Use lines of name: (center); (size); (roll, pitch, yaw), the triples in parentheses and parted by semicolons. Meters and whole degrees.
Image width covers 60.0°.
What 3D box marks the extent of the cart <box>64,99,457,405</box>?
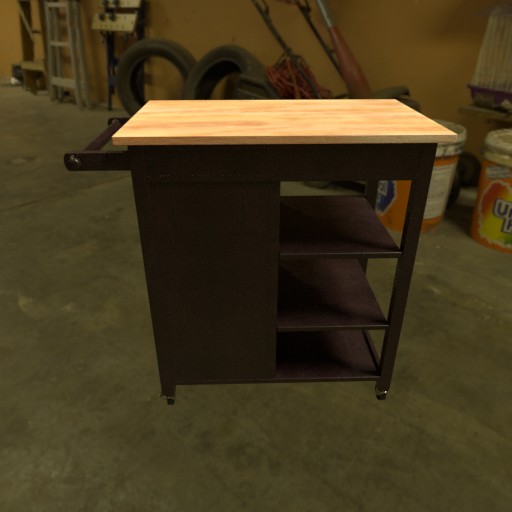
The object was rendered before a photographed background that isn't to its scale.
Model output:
cart: (0.000, 0.000, 1.422); (0.914, 0.878, 0.472); (-1, 29, -1)
